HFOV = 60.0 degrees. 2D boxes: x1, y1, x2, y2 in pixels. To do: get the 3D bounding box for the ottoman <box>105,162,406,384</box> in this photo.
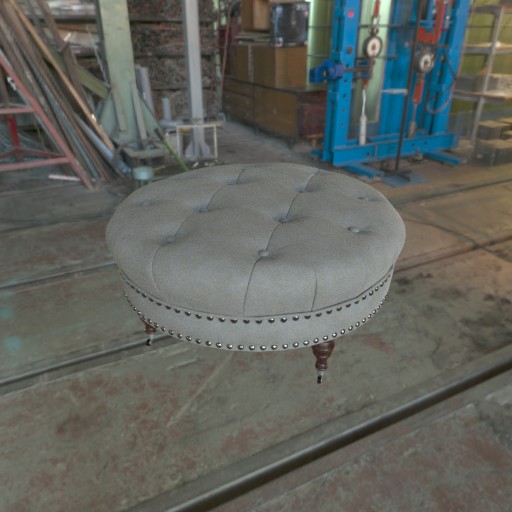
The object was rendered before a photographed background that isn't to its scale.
[{"bbox_3d":[0.000,0.000,1.439,0.901,0.439,0.901,0,27,0],"label":"ottoman"}]
